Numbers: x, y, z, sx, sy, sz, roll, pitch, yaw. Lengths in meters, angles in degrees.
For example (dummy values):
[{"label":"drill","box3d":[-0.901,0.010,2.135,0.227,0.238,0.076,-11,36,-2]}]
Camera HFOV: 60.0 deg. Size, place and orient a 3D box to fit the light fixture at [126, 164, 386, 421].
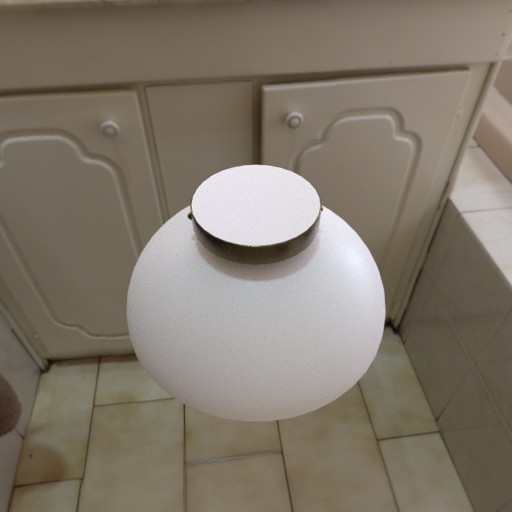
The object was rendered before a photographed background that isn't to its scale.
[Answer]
[{"label":"light fixture","box3d":[0.000,0.000,0.565,0.355,0.177,0.355,0,45,0]}]
